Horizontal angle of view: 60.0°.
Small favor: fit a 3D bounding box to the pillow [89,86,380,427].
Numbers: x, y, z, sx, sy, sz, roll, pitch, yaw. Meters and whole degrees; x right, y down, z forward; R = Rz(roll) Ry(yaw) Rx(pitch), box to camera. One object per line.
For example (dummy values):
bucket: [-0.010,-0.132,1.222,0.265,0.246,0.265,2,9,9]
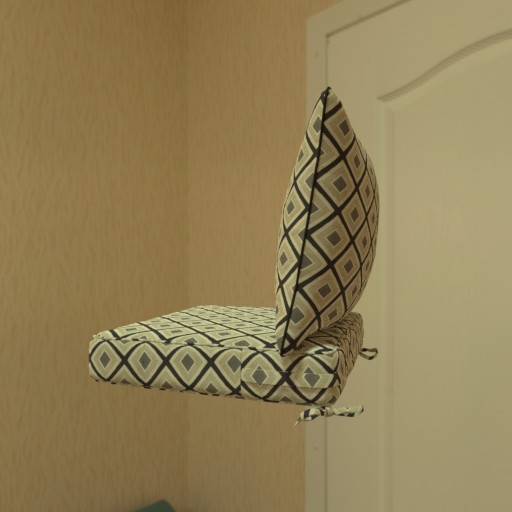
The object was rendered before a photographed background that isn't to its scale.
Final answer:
pillow: [0.000,0.000,1.367,0.733,0.722,0.798,0,1,18]
